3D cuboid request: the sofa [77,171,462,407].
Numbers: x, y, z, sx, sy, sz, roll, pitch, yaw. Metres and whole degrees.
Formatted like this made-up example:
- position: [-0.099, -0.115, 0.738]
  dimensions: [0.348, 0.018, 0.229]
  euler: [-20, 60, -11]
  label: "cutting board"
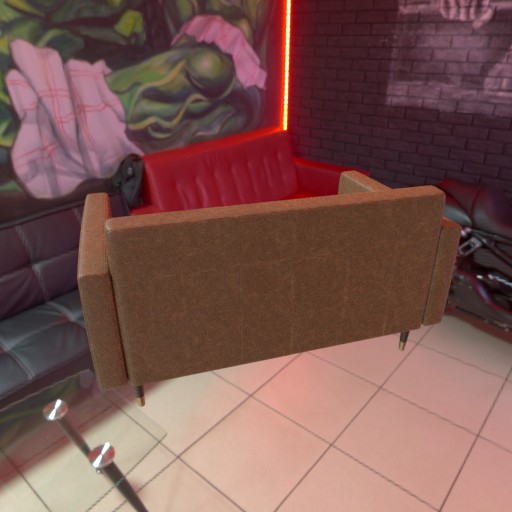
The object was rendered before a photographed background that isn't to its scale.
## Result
- position: [0.000, 0.000, 2.156]
  dimensions: [1.549, 0.820, 0.960]
  euler: [-8, 27, -15]
  label: "sofa"
